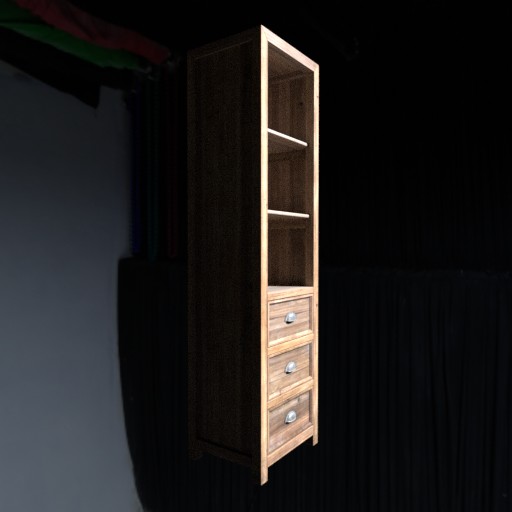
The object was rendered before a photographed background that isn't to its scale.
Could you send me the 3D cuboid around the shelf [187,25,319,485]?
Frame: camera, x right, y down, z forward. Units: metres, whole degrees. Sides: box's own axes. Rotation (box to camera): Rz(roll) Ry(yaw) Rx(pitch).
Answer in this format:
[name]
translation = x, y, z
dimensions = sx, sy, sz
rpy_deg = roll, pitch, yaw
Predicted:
[shelf]
translation = 0.000, 0.000, 2.150
dimensions = 0.428, 1.900, 0.500
rpy_deg = 1, 2, 36
